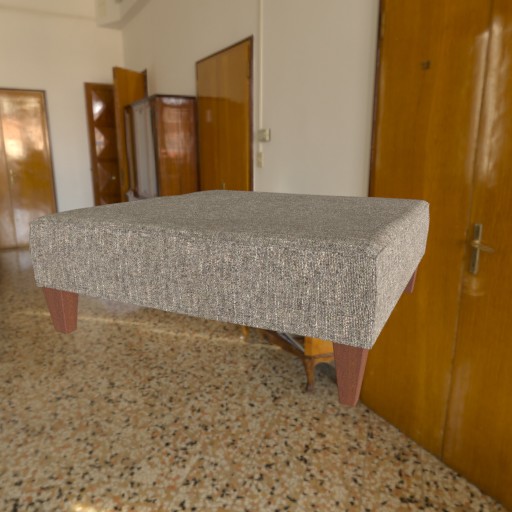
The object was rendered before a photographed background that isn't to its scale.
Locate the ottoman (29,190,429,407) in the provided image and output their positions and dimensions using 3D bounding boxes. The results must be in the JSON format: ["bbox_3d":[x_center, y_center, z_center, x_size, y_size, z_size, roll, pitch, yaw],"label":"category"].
[{"bbox_3d":[0.000,0.000,1.508,1.016,0.379,0.981,7,15,26],"label":"ottoman"}]
